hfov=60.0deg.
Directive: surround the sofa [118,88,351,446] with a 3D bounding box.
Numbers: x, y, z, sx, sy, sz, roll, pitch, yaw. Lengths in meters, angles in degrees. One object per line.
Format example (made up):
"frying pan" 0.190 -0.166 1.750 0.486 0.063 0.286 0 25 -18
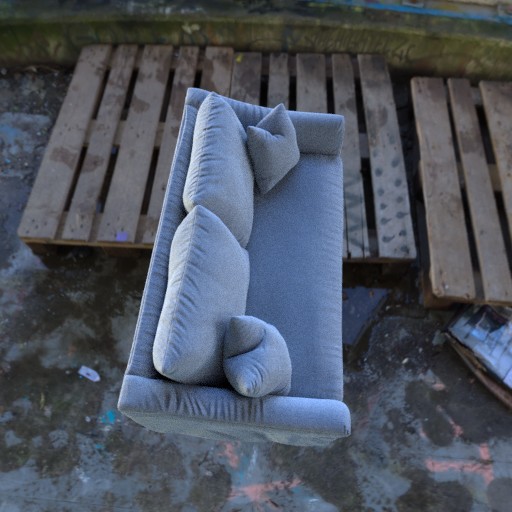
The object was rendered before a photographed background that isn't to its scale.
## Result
"sofa" 0.000 0.000 2.663 1.072 1.018 2.010 4 62 2
